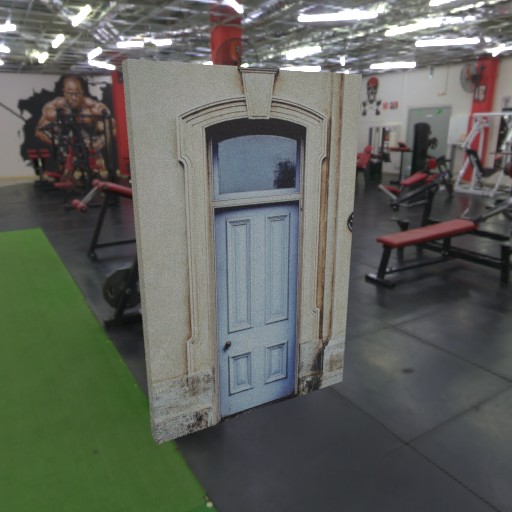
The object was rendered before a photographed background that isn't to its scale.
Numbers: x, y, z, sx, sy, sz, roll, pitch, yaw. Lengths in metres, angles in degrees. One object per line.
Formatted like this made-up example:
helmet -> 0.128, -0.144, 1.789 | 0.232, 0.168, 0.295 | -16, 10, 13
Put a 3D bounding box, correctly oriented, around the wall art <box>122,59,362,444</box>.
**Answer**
wall art -> 0.000, 0.000, 0.976 | 0.508, 0.764, 0.038 | -9, 19, -27
